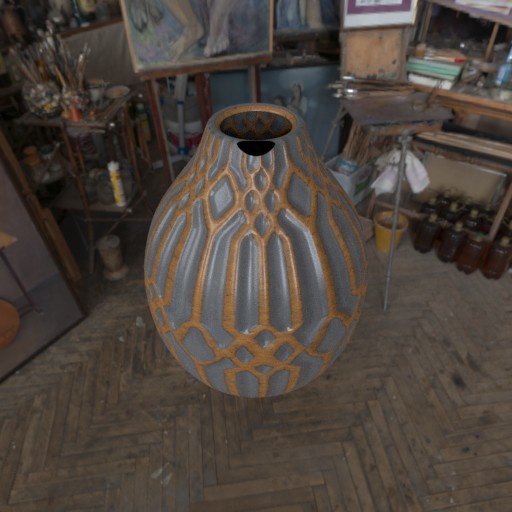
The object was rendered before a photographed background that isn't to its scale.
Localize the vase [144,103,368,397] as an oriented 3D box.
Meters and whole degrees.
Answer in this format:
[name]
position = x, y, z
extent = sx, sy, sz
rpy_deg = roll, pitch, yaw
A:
[vase]
position = 0.000, 0.000, 0.137
extent = 0.069, 0.088, 0.069
rpy_deg = 0, 41, 0
